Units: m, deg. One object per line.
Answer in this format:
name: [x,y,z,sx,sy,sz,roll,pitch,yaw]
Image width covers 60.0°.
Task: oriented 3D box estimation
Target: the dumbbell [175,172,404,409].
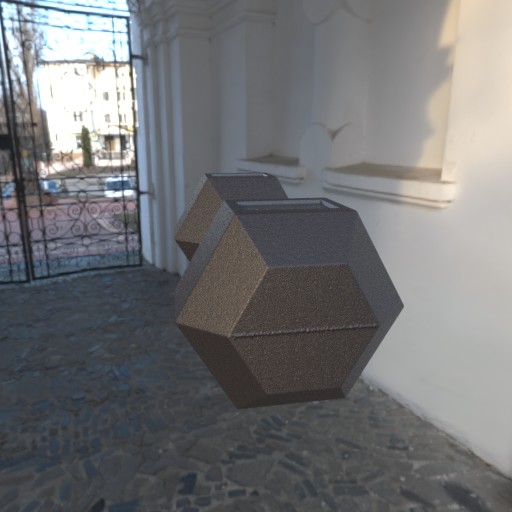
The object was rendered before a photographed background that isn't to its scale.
dumbbell: [0.000,0.000,0.478,0.173,0.150,0.384,-3,16,-10]
